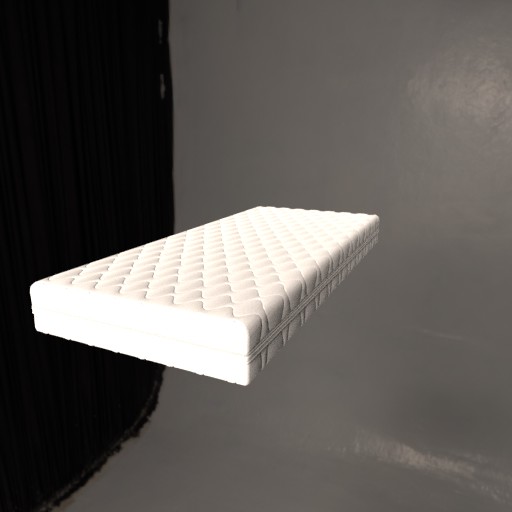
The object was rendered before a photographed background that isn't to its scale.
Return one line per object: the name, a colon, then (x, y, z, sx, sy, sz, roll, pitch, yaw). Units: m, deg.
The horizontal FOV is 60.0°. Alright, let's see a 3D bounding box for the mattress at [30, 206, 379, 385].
mattress: (0.000, 0.000, 2.323, 0.900, 0.200, 2.000, 7, 17, 25)
